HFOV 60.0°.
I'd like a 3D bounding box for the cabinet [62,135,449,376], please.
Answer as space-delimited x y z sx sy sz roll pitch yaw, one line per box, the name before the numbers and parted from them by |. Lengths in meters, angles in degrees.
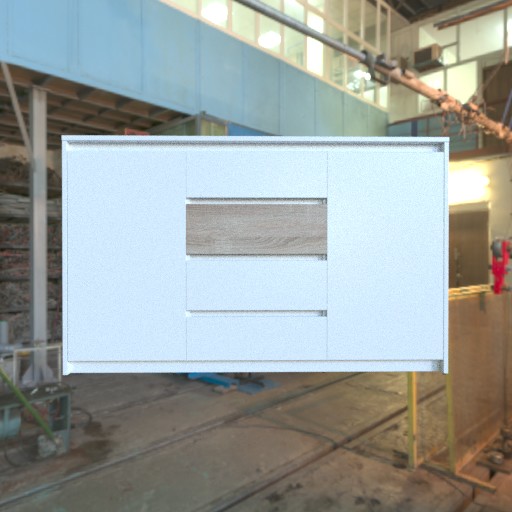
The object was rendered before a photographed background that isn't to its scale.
cabinet | 0.000 0.000 1.851 1.450 0.900 0.380 0 0 -1
